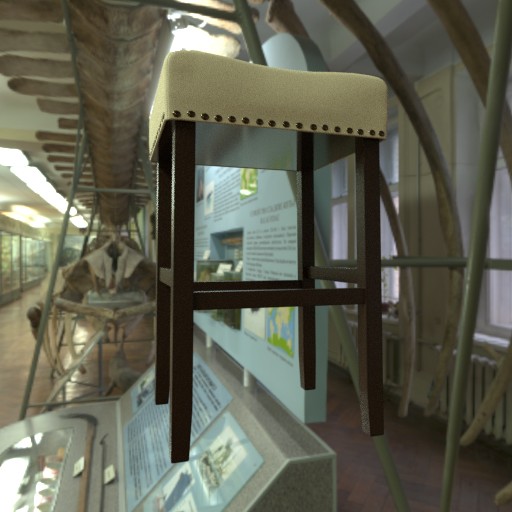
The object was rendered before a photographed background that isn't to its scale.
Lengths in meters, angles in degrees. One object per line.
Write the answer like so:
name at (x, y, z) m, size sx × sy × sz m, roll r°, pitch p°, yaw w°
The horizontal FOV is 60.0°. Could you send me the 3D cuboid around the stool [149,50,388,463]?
stool at (0.000, 0.000, 1.051) m, size 0.471 × 0.762 × 0.401 m, roll 0°, pitch 0°, yaw -18°
